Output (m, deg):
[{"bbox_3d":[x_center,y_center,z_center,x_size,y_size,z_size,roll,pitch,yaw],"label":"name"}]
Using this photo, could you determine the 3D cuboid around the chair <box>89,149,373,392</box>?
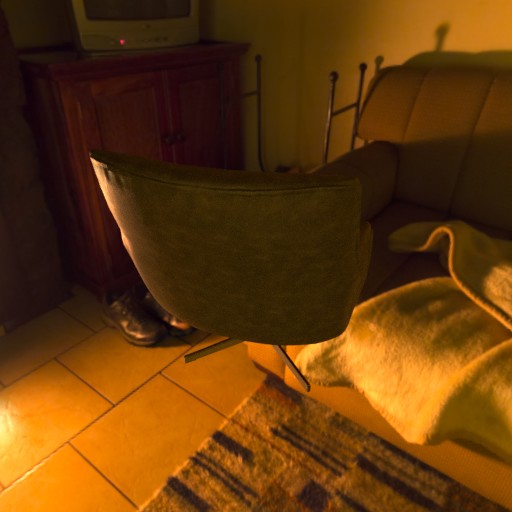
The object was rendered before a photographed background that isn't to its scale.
[{"bbox_3d":[0.000,0.000,1.513,0.738,0.870,0.874,9,32,15],"label":"chair"}]
